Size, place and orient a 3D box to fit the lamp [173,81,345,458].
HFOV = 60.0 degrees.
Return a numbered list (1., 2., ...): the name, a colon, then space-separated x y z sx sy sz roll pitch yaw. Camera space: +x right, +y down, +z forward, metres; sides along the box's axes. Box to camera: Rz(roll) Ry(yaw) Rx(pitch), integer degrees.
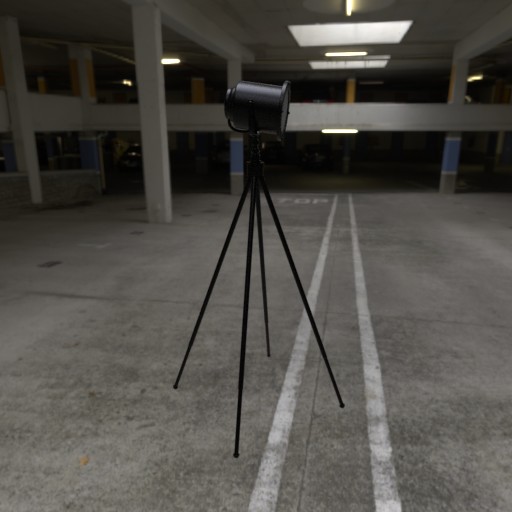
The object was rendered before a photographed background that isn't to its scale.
1. lamp: 0.000 0.000 2.038 0.884 1.504 0.879 3 17 10
